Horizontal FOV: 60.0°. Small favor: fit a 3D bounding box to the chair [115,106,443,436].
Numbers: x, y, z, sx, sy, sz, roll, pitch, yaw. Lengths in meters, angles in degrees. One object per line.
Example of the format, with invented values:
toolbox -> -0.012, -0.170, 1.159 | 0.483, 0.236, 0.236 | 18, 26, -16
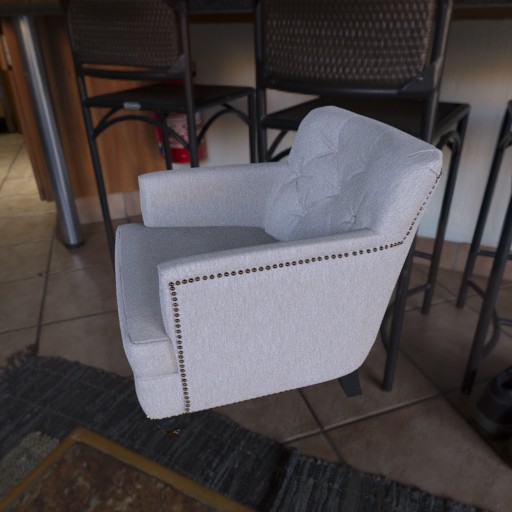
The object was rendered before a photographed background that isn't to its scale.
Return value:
chair -> 0.000, 0.000, 1.473 | 0.902, 0.823, 0.737 | -8, 30, -15
